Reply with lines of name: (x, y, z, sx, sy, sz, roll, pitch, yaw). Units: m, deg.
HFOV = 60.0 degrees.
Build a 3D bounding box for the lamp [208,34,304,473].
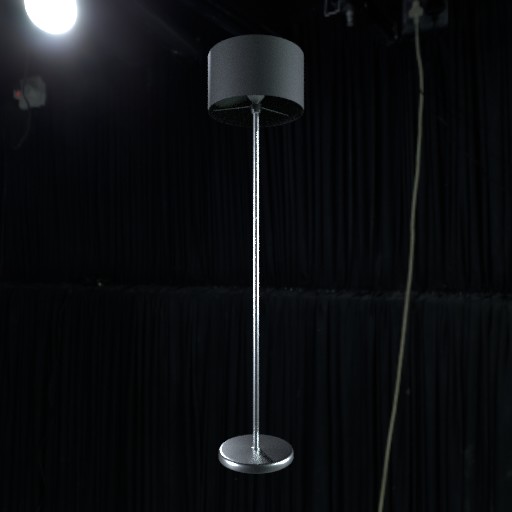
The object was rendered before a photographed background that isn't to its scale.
lamp: (0.000, 0.000, 1.612, 0.348, 1.443, 0.348, 0, -1, 19)
